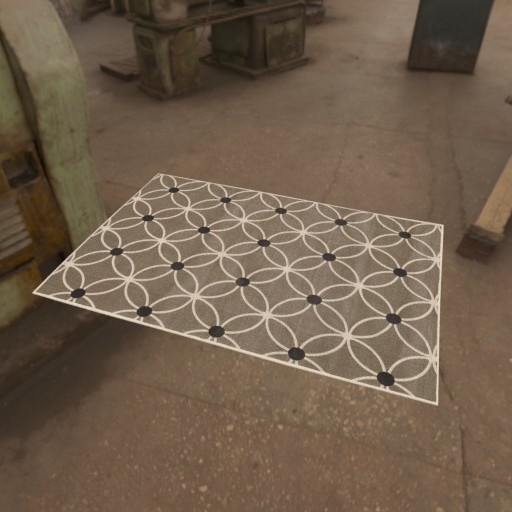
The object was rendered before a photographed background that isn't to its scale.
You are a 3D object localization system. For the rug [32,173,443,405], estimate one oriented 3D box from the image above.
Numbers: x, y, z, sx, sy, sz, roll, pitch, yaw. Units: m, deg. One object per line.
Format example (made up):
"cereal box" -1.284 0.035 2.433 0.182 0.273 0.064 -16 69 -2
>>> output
"rug" 0.000 0.000 2.872 2.284 0.008 1.522 12 41 15
